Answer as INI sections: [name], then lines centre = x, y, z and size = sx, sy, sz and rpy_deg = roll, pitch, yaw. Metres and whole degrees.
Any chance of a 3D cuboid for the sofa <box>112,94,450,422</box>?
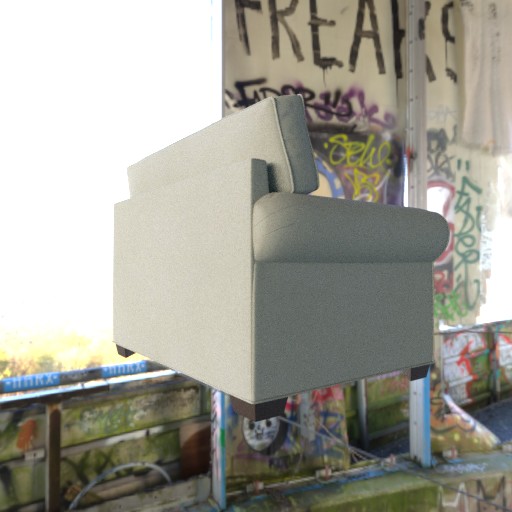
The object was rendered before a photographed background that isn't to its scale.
[sofa]
centre = 0.000, 0.000, 2.061
size = 0.937, 1.006, 1.405
rpy_deg = 1, -1, -36
